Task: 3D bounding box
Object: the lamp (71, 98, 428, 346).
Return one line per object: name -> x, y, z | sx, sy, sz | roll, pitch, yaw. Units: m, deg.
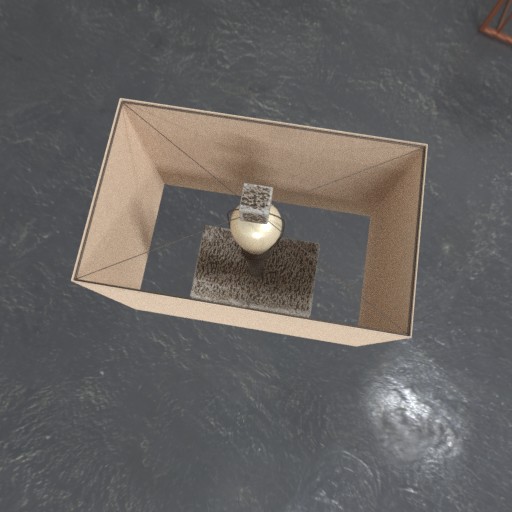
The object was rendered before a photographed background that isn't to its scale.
lamp -> 0.000, 0.000, 0.569 | 0.294, 0.411, 0.180 | 9, 77, 2
